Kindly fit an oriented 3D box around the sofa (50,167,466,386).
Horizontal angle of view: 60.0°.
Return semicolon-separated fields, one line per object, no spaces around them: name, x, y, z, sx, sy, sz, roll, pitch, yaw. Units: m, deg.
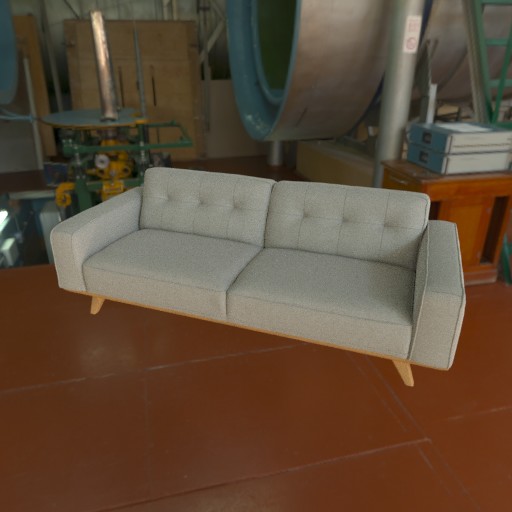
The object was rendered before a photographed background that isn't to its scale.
sofa;0.000;0.000;2.698;2.270;0.781;0.956;9;27;18
